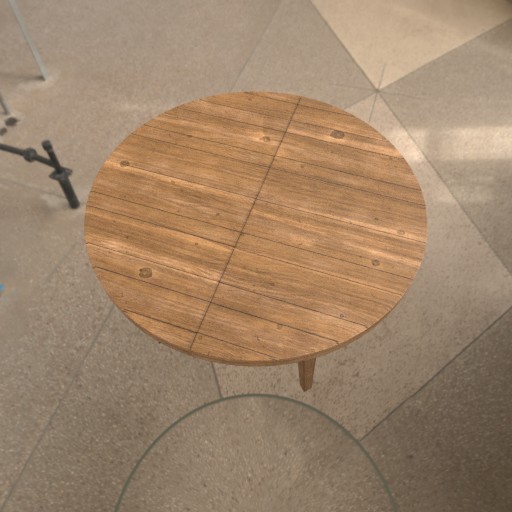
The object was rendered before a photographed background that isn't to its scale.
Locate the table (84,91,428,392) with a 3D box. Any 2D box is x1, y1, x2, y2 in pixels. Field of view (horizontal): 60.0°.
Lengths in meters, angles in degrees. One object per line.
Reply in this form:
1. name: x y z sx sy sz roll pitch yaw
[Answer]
1. table: 0.000 0.000 1.920 1.213 0.764 1.213 0 57 0
